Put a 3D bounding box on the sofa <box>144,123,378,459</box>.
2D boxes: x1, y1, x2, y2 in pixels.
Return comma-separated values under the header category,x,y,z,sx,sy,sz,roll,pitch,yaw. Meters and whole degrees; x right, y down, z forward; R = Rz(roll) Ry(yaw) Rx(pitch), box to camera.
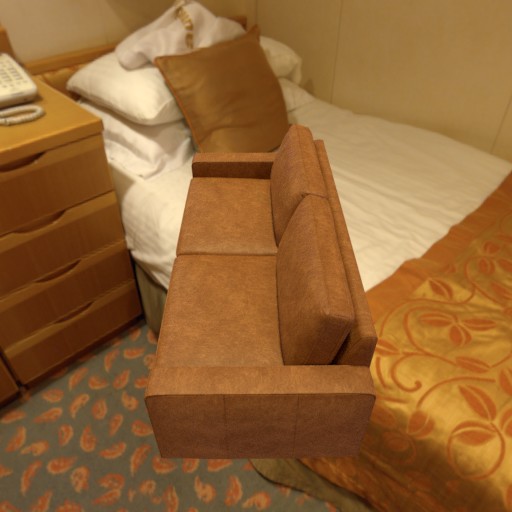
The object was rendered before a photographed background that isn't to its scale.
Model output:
category,x,y,z,sx,sy,sz,roll,pitch,yaw
sofa,0.000,0.000,2.707,0.991,0.928,2.156,0,41,0
